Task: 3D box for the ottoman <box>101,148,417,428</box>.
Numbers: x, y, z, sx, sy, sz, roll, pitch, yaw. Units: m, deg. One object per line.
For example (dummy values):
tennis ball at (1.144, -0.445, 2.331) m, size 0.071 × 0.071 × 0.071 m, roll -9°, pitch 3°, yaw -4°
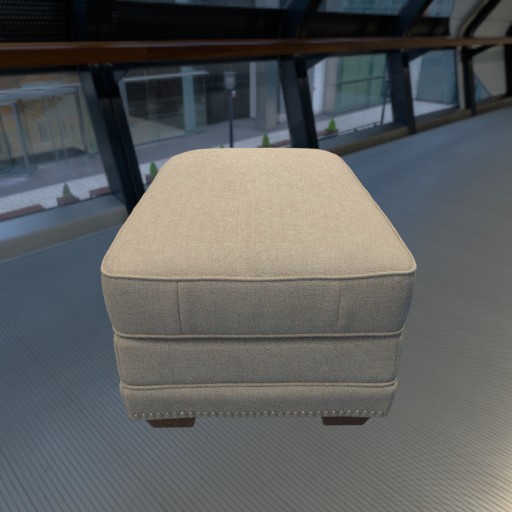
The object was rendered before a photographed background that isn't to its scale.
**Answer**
ottoman at (0.000, 0.000, 1.155) m, size 0.559 × 0.458 × 0.813 m, roll 0°, pitch 28°, yaw -1°
